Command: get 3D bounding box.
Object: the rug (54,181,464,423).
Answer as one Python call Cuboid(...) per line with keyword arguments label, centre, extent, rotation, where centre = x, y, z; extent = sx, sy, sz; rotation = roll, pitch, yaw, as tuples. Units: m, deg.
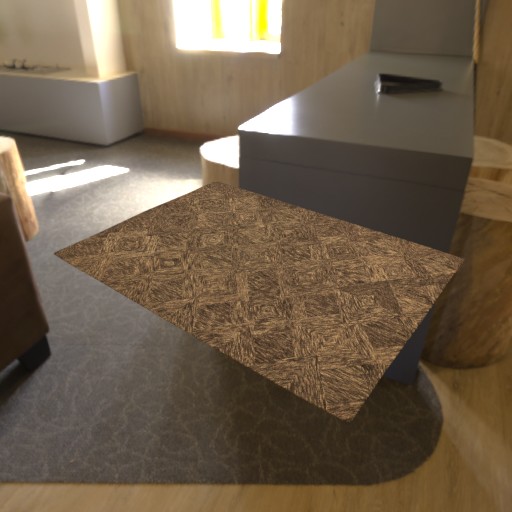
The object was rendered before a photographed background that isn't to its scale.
Cuboid(label="rug", centre=(0.000, 0.000, 5.423), extent=(4.093, 0.020, 2.997), rotation=(22, 38, 31))
